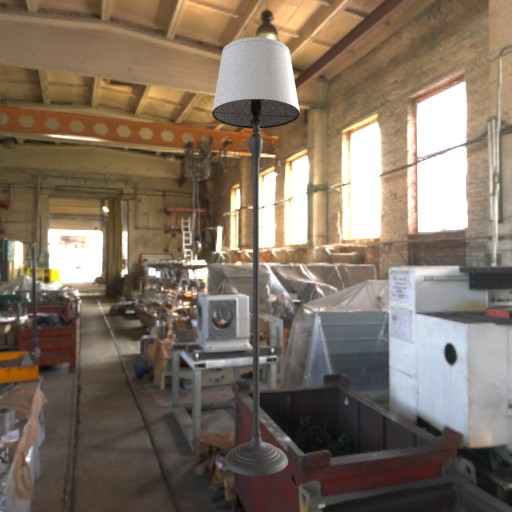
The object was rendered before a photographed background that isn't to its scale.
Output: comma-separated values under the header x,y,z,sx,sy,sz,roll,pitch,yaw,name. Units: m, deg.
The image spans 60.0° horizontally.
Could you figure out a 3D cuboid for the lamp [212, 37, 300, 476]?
x,y,z,sx,sy,sz,roll,pitch,yaw,name
0.000,0.000,1.644,0.327,1.506,0.327,-1,-1,35,lamp
